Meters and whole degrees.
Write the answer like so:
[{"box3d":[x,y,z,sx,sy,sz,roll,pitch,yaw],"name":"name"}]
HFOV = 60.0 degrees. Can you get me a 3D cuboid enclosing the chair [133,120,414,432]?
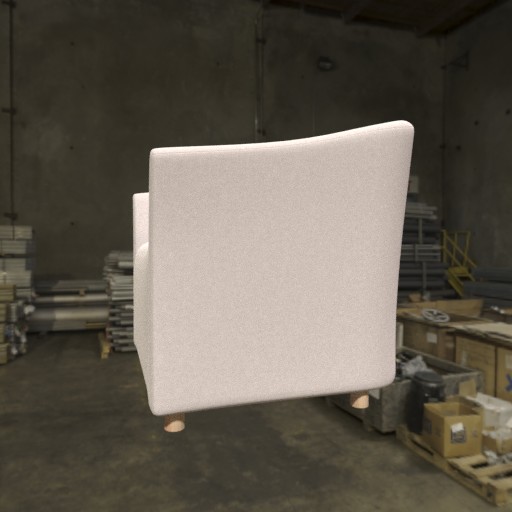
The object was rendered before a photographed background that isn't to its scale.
[{"box3d":[0.000,0.000,1.342,0.700,0.720,0.790,0,1,-18],"name":"chair"}]
